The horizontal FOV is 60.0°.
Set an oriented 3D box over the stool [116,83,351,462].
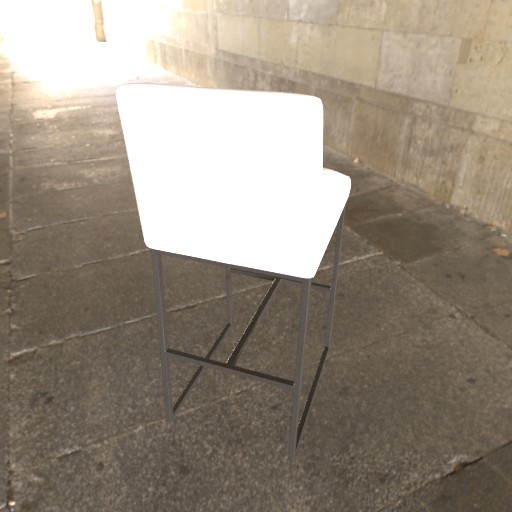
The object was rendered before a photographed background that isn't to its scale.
[{"bbox_3d":[0.000,0.000,1.358,0.464,1.061,0.573,10,32,17],"label":"stool"}]
